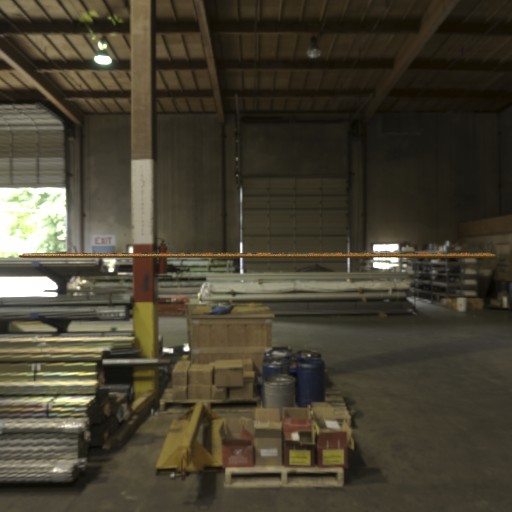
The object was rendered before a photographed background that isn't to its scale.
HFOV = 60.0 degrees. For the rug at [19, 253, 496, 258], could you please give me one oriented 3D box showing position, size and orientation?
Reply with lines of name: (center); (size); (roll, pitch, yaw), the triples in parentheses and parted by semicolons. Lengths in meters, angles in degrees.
rug: (0.000, 0.000, 4.029); (3.040, 0.031, 2.435); (0, 0, -1)
